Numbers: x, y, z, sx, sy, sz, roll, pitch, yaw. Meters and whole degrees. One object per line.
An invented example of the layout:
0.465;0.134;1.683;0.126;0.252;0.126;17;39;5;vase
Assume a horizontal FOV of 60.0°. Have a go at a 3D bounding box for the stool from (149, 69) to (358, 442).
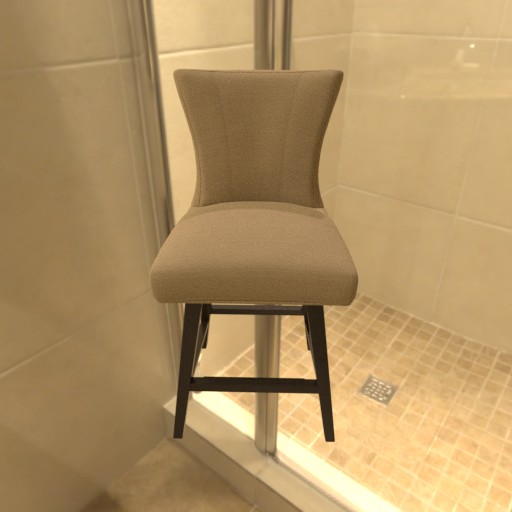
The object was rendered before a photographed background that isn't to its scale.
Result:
0.000;0.000;1.346;0.514;1.000;0.574;1;30;1;stool
